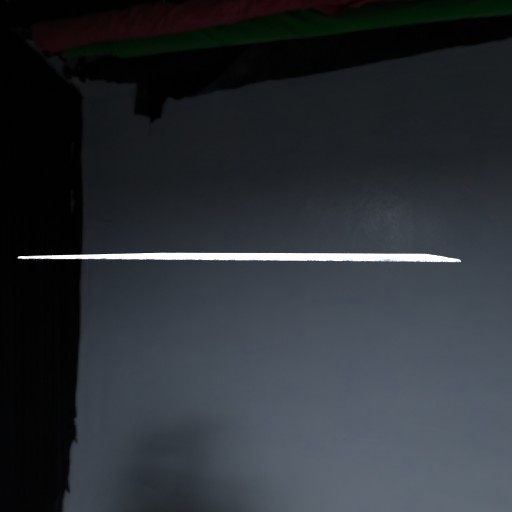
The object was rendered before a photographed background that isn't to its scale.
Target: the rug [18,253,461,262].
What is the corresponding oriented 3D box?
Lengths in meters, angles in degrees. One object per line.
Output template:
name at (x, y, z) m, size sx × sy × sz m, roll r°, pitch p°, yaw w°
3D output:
rug at (0.000, 0.000, 2.938) m, size 2.261 × 0.013 × 1.676 m, roll 0°, pitch 1°, yaw 16°
